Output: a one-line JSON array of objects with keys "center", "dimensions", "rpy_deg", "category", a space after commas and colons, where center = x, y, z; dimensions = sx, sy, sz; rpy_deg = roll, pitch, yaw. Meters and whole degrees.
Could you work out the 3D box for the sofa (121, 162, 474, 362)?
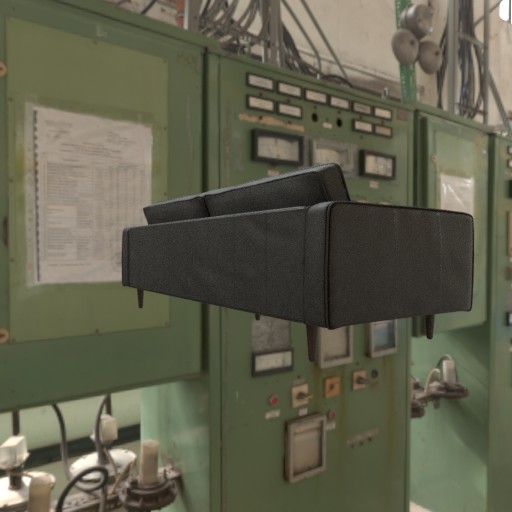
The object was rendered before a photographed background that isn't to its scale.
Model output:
[{"center": [0.000, 0.000, 2.615], "dimensions": [0.914, 0.762, 2.210], "rpy_deg": [-1, 1, -35], "category": "sofa"}]
